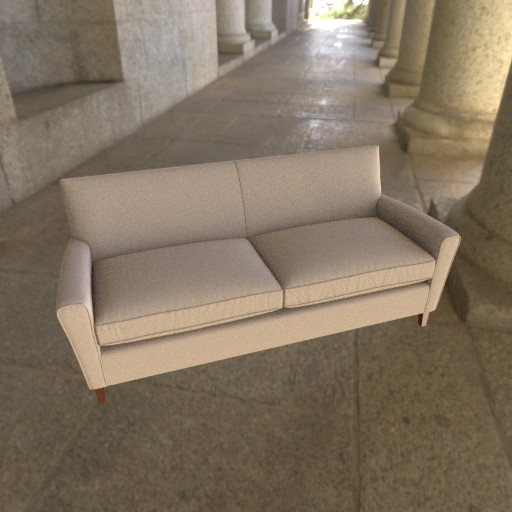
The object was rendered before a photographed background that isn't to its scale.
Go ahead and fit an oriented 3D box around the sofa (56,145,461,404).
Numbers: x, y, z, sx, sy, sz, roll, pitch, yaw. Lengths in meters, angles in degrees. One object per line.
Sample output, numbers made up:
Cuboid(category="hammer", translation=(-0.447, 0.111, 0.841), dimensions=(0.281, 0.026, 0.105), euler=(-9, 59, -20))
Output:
Cuboid(category="sofa", translation=(0.000, 0.000, 2.470), dimensions=(2.000, 0.846, 0.875), euler=(-10, 32, -16))
